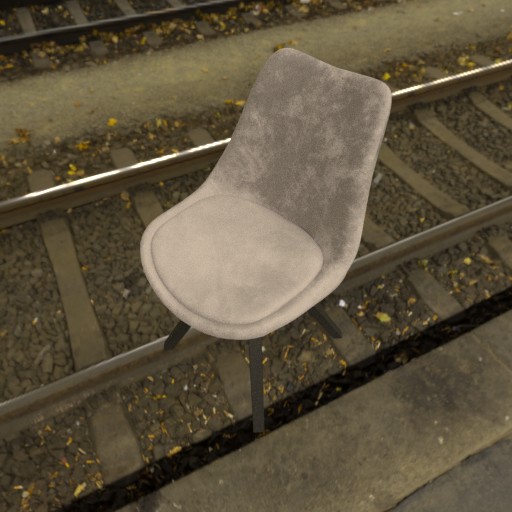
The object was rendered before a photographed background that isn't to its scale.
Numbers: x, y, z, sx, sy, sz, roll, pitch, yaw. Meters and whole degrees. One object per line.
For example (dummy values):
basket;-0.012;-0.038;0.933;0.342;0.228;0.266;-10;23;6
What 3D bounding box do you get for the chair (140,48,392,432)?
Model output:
chair;0.000;0.000;1.169;0.485;0.850;0.550;34;56;27
